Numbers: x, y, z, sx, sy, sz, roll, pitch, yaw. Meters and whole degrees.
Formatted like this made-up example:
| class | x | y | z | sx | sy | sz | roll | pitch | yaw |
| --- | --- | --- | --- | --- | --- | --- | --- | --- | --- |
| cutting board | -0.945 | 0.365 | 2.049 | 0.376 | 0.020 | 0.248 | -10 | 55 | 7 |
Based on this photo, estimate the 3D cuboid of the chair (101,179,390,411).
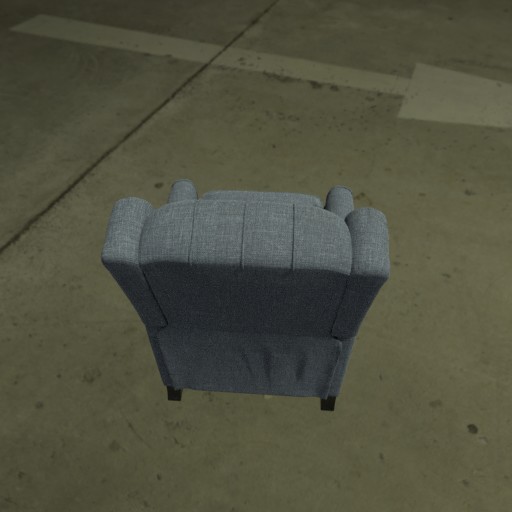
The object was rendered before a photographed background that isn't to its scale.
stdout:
| class | x | y | z | sx | sy | sz | roll | pitch | yaw |
| --- | --- | --- | --- | --- | --- | --- | --- | --- | --- |
| chair | 0.000 | 0.000 | 1.628 | 0.742 | 1.035 | 0.898 | 3 | 47 | 3 |
